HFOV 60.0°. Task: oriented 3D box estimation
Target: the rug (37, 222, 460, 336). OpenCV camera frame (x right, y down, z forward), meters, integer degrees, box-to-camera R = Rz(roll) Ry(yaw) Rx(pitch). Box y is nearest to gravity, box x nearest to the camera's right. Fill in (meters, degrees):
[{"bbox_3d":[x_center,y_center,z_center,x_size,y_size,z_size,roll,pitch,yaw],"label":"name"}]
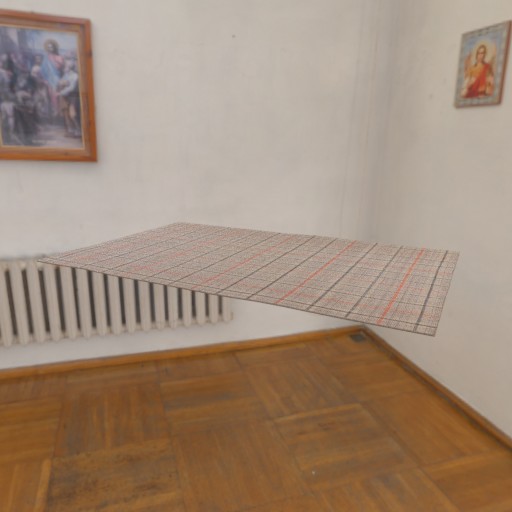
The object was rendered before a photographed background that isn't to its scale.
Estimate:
[{"bbox_3d":[0.000,0.000,3.006,2.439,0.015,1.524,8,17,26],"label":"rug"}]
